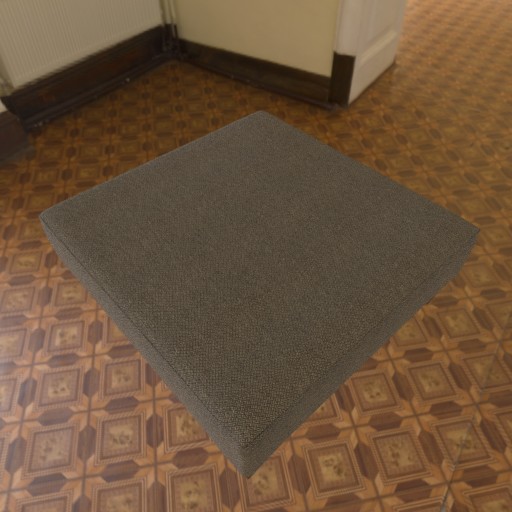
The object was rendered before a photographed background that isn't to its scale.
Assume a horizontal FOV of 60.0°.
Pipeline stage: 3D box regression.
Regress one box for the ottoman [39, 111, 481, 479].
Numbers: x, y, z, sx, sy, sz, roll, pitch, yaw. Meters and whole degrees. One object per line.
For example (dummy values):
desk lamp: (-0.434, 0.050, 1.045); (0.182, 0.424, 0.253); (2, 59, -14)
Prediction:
ottoman: (0.000, 0.000, 1.464); (0.970, 0.378, 0.981); (-34, 55, -28)
